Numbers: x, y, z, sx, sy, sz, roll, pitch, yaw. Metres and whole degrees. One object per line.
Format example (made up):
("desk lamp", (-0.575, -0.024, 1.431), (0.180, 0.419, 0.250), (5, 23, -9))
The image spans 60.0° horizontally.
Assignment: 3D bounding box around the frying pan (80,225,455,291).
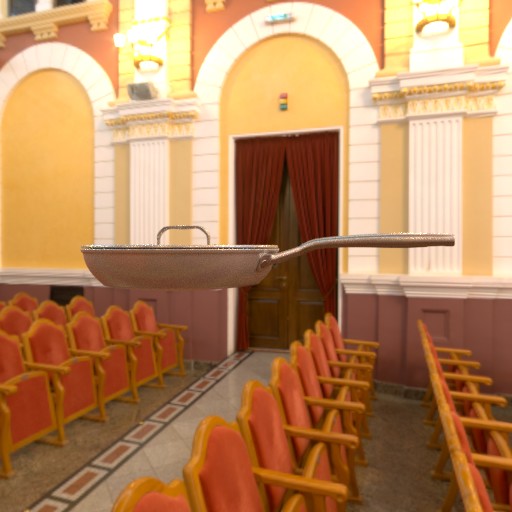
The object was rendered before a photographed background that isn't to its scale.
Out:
("frying pan", (0.000, 0.000, 0.597), (0.490, 0.086, 0.272), (0, 1, 18))
